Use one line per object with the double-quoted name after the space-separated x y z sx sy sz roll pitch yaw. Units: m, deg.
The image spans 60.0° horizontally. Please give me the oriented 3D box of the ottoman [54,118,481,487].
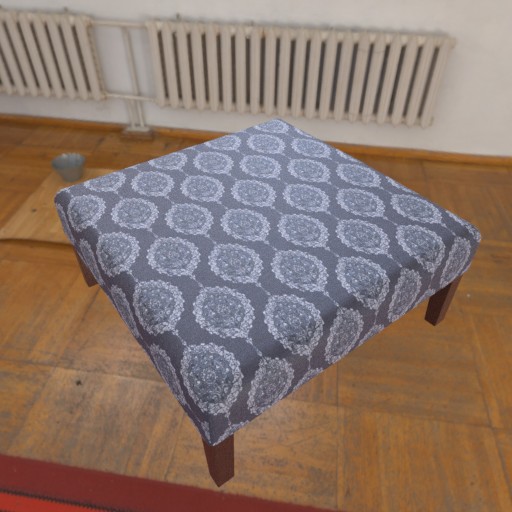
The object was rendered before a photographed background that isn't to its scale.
0.000 0.000 1.373 0.889 0.409 0.890 -26 48 -27 "ottoman"
